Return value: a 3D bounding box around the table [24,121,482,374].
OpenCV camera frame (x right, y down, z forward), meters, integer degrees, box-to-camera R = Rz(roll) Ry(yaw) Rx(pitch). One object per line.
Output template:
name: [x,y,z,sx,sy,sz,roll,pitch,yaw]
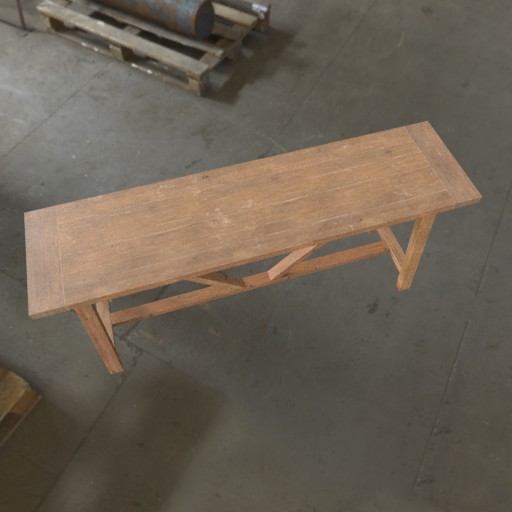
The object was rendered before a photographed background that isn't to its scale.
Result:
table: [0.000,0.000,2.144,1.800,0.810,0.465,-15,60,-9]
